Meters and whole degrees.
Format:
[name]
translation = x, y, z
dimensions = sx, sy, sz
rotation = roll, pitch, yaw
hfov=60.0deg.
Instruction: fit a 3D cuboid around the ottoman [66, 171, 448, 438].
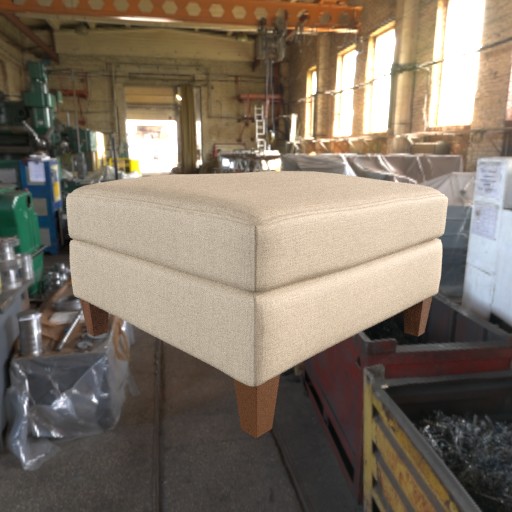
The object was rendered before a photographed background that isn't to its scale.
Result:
[ottoman]
translation = 0.000, 0.000, 1.364
dimensions = 0.838, 0.503, 0.838
rotation = 13, 18, 43
